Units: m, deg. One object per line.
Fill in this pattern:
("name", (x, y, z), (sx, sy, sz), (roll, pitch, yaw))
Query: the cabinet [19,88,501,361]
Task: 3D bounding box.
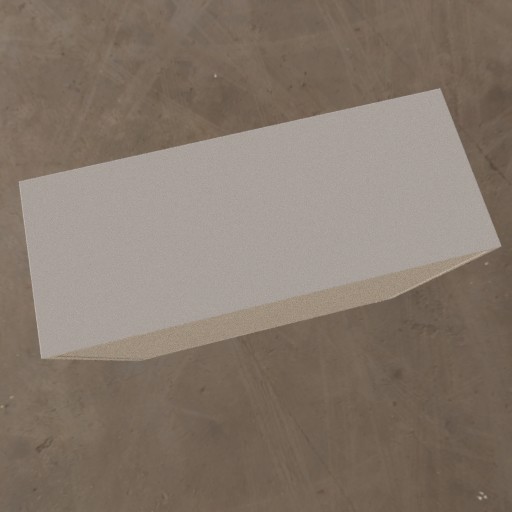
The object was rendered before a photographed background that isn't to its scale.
("cabinet", (0.000, 0.000, 1.367), (1.000, 0.800, 0.400), (-13, 77, -3))
